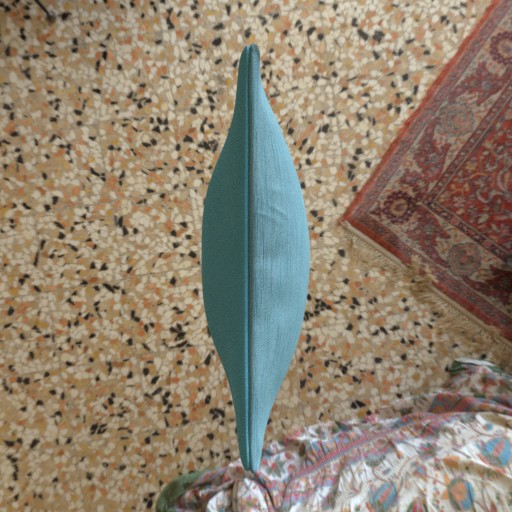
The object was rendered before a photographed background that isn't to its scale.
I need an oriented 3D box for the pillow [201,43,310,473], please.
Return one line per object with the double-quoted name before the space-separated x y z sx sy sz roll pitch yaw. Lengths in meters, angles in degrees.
"pillow" 0.000 0.000 0.641 0.151 0.415 0.433 0 92 0
